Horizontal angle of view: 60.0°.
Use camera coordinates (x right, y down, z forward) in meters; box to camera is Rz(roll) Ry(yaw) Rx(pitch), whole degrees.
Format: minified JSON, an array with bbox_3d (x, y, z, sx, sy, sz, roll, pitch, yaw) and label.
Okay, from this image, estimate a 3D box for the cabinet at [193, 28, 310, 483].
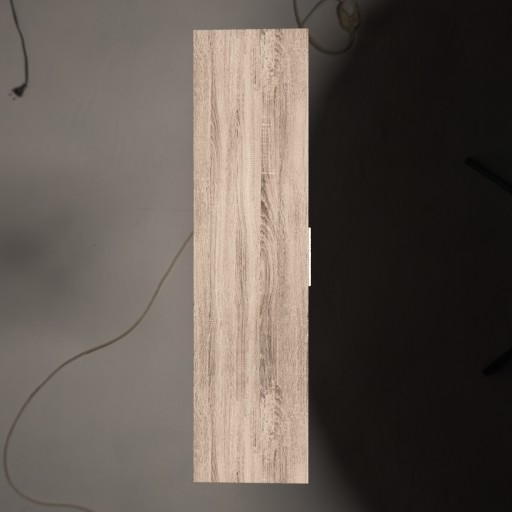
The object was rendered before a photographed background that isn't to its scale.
[{"bbox_3d":[0.000,0.000,1.867,0.380,0.900,1.450,0,90,1],"label":"cabinet"}]
